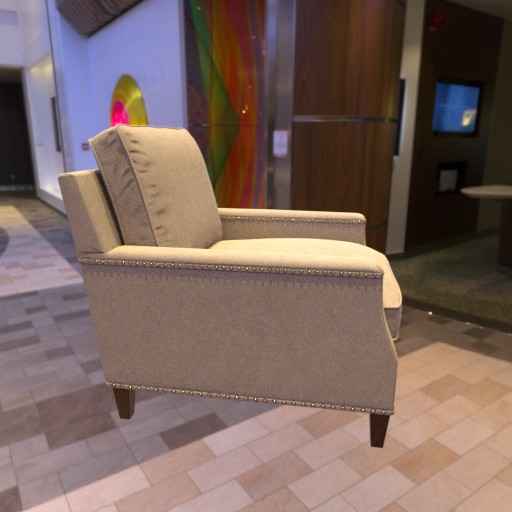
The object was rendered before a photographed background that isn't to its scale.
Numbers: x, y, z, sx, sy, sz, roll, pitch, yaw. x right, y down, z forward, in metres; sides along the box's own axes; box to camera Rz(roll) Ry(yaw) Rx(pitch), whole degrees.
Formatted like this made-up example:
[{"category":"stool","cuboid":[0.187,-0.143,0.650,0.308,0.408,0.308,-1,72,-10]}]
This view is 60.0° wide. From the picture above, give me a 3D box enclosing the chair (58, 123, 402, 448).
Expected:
[{"category":"chair","cuboid":[0.000,0.000,1.666,1.014,0.943,0.853,3,15,9]}]
